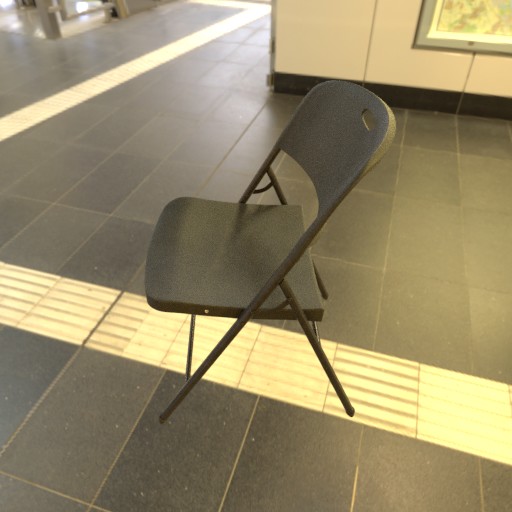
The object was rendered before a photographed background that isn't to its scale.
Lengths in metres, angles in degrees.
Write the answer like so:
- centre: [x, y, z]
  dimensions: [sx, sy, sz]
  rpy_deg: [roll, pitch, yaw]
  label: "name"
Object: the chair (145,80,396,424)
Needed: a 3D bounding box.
- centre: [0.000, 0.000, 1.178]
  dimensions: [0.566, 0.810, 0.494]
  rpy_deg: [-1, 41, -2]
  label: "chair"
